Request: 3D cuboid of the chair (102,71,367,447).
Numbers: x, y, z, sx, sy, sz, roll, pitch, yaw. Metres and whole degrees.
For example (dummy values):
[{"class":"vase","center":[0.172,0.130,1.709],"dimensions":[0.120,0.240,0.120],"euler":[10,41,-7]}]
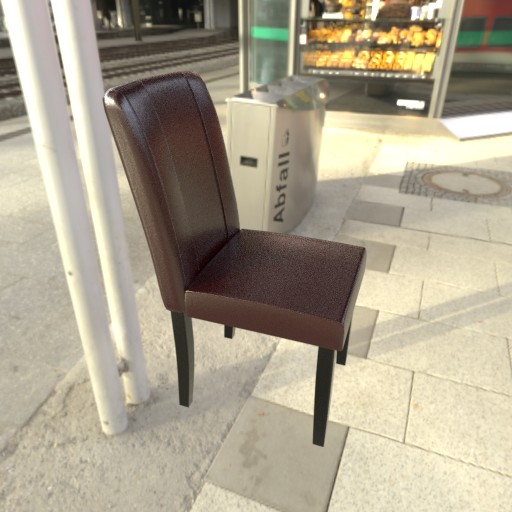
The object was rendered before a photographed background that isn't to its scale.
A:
[{"class":"chair","center":[0.000,0.000,1.208],"dimensions":[0.556,0.897,0.399],"euler":[10,30,17]}]
